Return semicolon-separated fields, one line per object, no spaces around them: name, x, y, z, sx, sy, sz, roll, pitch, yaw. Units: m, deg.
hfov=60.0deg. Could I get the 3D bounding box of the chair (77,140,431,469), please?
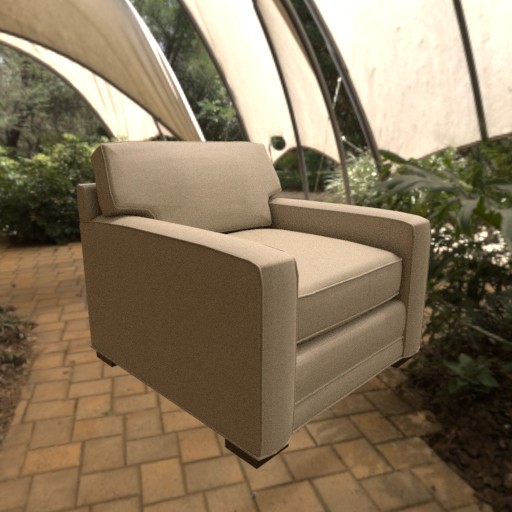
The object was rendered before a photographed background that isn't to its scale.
chair;0.000;0.000;1.808;1.043;0.913;0.998;13;19;43
